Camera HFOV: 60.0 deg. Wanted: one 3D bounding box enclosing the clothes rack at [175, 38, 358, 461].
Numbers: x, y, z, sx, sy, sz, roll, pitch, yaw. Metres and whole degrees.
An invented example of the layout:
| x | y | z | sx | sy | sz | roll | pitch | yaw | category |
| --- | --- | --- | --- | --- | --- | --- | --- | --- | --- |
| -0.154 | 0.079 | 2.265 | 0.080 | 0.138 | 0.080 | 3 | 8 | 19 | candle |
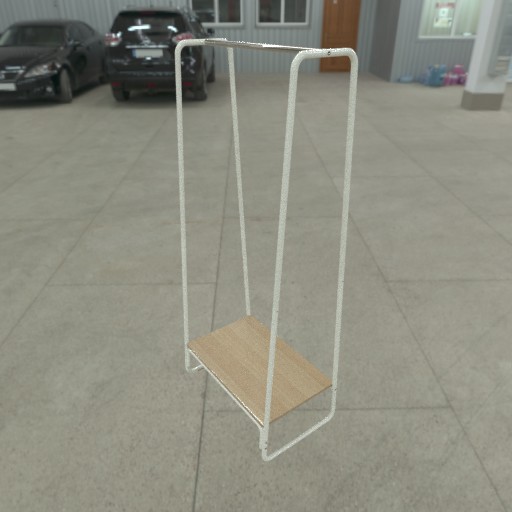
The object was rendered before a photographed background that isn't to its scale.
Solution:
| x | y | z | sx | sy | sz | roll | pitch | yaw | category |
| --- | --- | --- | --- | --- | --- | --- | --- | --- | --- |
| 0.000 | 0.000 | 1.731 | 0.400 | 1.500 | 0.640 | -20 | 34 | -32 | clothes rack |
